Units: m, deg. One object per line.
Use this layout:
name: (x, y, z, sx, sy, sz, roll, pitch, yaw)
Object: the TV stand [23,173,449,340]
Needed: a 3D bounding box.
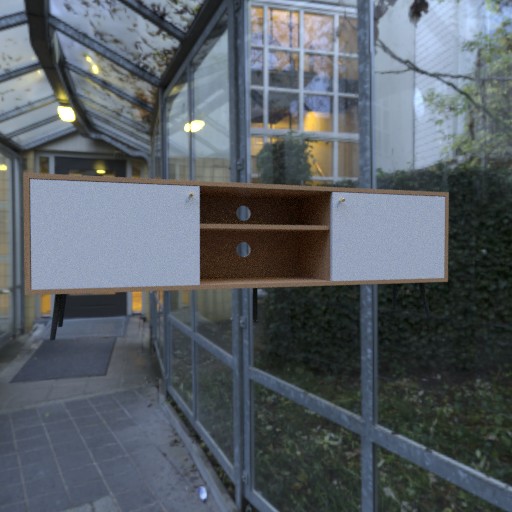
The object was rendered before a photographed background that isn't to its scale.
TV stand: (0.000, 0.000, 1.935, 1.760, 0.580, 0.400, 0, 1, -18)
